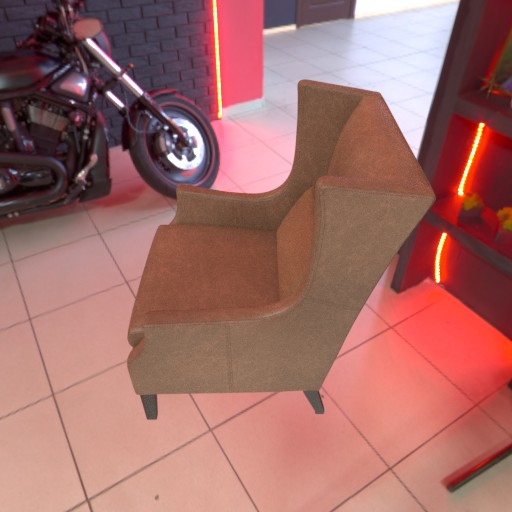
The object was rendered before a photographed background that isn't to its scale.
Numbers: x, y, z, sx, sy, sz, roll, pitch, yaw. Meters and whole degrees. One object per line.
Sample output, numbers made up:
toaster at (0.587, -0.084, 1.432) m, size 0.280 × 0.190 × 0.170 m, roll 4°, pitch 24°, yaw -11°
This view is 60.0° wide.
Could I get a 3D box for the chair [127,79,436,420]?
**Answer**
chair at (0.000, 0.000, 1.697) m, size 0.913 × 1.088 × 0.815 m, roll 0°, pitch 41°, yaw 0°
